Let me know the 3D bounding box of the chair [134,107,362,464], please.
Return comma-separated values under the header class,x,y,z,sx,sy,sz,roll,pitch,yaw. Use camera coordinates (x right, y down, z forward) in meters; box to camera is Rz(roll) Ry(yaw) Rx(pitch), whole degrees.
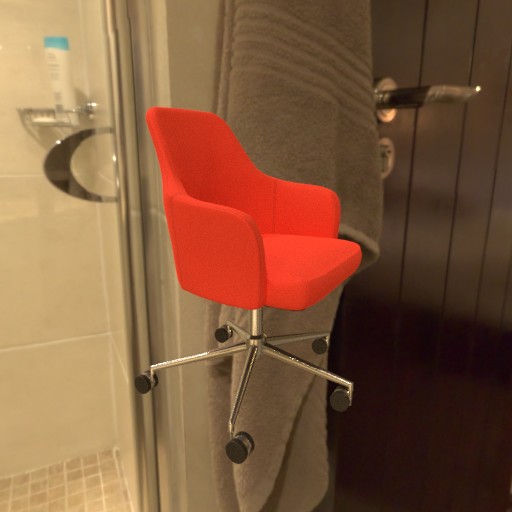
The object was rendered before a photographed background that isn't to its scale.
class,x,y,z,sx,sy,sz,roll,pitch,yaw
chair,0.000,0.000,1.266,0.600,0.820,0.655,8,16,28
